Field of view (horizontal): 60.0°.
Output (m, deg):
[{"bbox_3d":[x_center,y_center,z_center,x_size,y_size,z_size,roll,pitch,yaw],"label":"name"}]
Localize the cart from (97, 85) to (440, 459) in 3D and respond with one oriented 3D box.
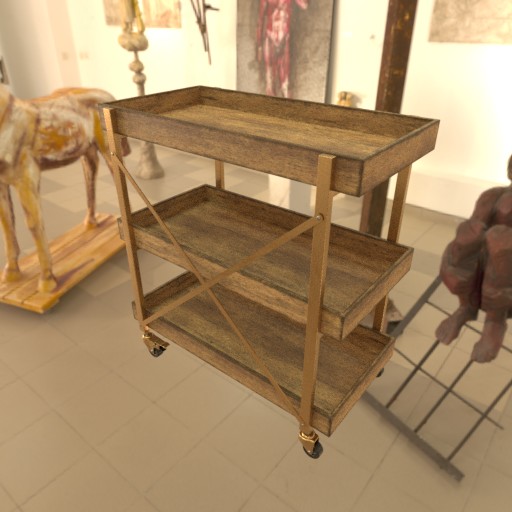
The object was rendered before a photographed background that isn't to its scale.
[{"bbox_3d":[0.000,0.000,1.258,0.750,0.799,0.416,22,36,33],"label":"cart"}]
